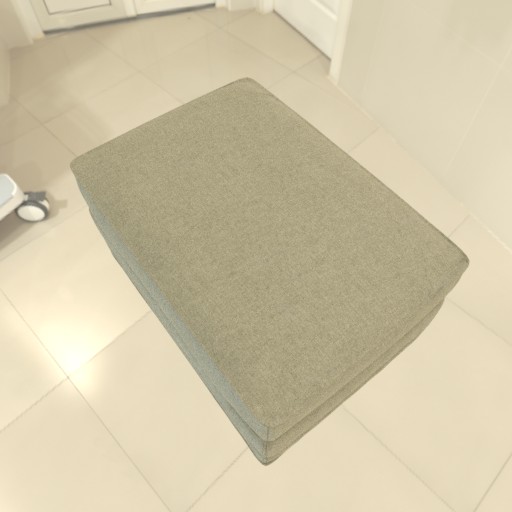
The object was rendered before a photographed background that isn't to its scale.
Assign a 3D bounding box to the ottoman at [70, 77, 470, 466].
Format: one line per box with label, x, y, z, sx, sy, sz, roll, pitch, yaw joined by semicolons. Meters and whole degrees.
ottoman;0.000;0.000;1.215;0.611;0.508;0.848;-33;63;-19
